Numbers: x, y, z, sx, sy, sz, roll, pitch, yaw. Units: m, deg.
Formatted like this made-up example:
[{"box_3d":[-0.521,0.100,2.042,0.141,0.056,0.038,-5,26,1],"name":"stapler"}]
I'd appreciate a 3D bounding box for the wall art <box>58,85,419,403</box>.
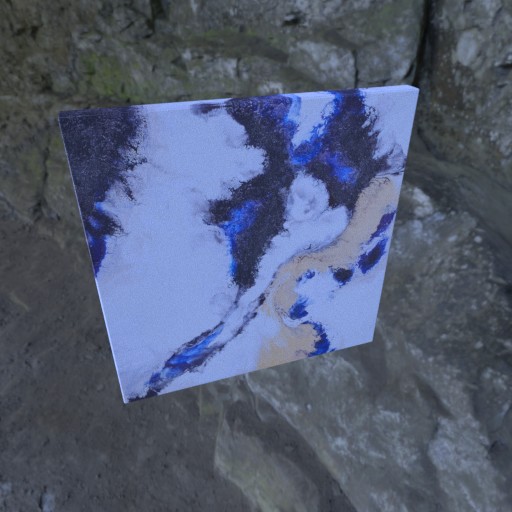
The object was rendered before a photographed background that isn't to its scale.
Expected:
[{"box_3d":[0.000,0.000,0.889,0.609,0.609,0.039,-10,33,-16],"name":"wall art"}]
